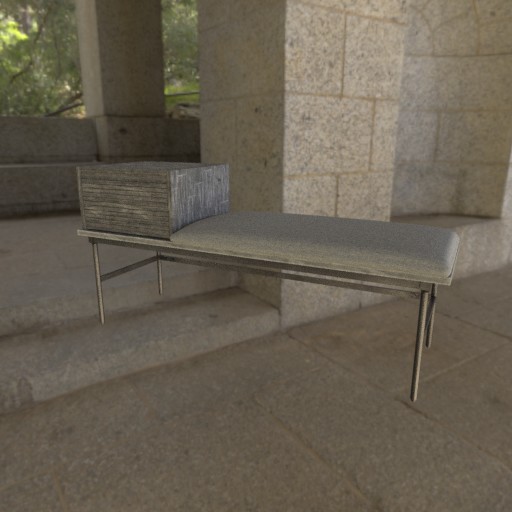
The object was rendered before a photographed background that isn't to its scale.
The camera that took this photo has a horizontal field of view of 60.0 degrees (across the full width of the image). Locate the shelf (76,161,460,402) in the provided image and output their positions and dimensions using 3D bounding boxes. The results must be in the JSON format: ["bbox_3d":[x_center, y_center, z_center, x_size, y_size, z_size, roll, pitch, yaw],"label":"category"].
[{"bbox_3d":[0.000,0.000,1.640,1.342,0.633,0.457,8,17,26],"label":"shelf"}]
